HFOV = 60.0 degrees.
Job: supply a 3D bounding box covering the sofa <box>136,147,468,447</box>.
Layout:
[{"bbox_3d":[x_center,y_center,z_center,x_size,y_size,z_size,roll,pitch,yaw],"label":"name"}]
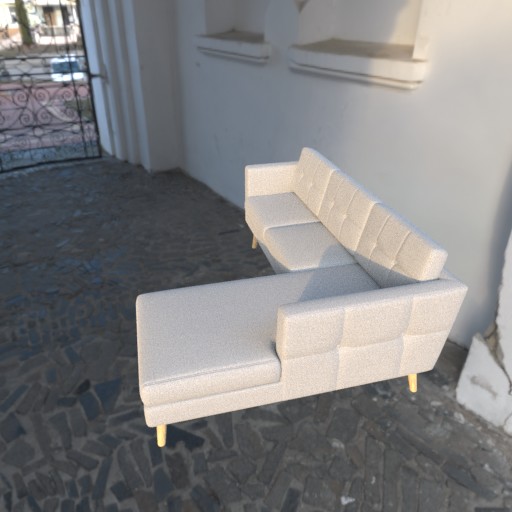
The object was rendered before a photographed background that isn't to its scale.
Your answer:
[{"bbox_3d":[0.000,0.000,2.862,1.530,0.860,2.040,-7,30,-13],"label":"sofa"}]
